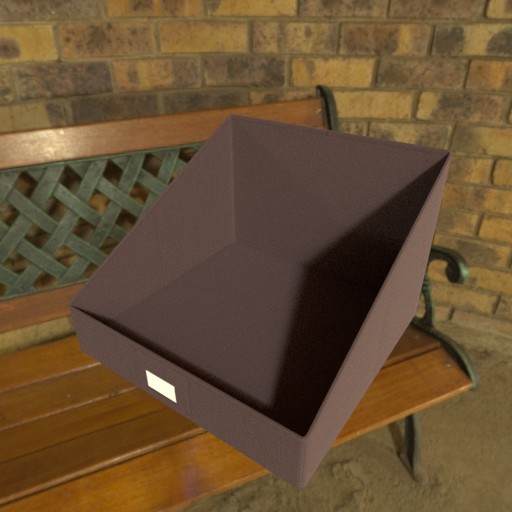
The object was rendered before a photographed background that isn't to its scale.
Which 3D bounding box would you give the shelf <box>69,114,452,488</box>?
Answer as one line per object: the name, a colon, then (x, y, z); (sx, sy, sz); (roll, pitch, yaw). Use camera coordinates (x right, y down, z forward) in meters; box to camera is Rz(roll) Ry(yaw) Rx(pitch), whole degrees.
shelf: (0.000, 0.000, 0.478); (0.292, 0.210, 0.292); (20, 36, 30)
